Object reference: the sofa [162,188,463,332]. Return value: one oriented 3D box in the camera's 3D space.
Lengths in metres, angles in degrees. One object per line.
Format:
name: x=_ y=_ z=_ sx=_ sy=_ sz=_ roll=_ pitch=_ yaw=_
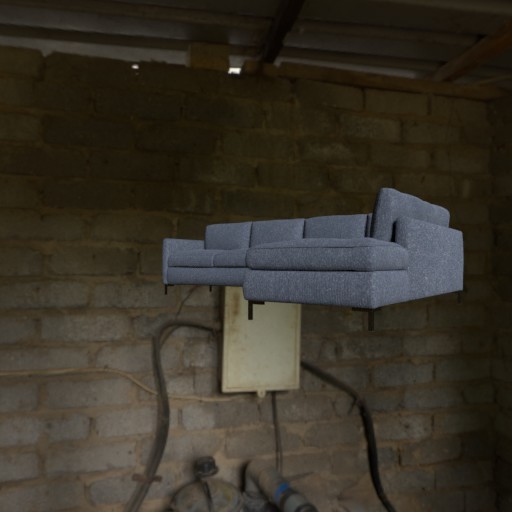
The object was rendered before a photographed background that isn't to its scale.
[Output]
sofa: x=0.000 y=0.000 z=3.818 sx=2.949 sy=0.815 sz=2.007 roll=-1 pitch=-1 yaw=37
